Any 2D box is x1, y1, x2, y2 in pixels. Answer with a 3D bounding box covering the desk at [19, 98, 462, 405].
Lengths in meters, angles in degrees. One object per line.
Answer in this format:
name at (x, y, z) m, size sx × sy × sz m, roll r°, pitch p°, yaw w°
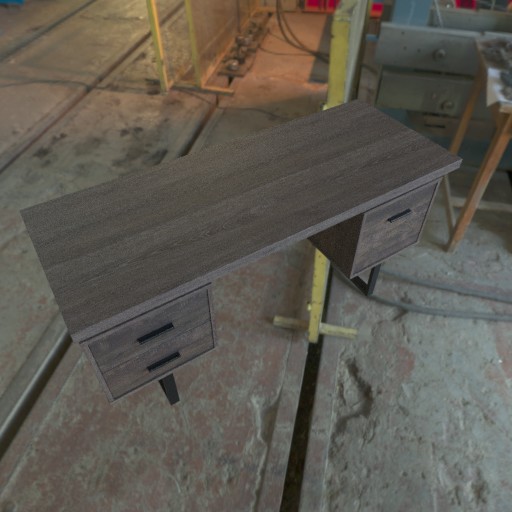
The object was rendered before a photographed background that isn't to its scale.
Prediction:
desk at (0.000, 0.000, 1.885) m, size 1.524 × 0.760 × 0.600 m, roll -24°, pitch 50°, yaw -22°
